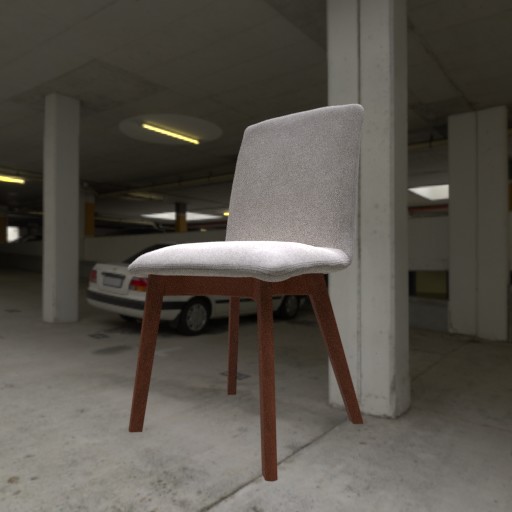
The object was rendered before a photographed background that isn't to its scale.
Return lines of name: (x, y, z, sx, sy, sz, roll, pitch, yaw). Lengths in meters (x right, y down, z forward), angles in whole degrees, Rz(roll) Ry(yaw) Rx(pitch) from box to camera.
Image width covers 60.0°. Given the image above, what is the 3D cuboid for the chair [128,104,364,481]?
chair: (0.000, 0.000, 1.305, 0.522, 0.974, 0.563, -1, -1, 36)
